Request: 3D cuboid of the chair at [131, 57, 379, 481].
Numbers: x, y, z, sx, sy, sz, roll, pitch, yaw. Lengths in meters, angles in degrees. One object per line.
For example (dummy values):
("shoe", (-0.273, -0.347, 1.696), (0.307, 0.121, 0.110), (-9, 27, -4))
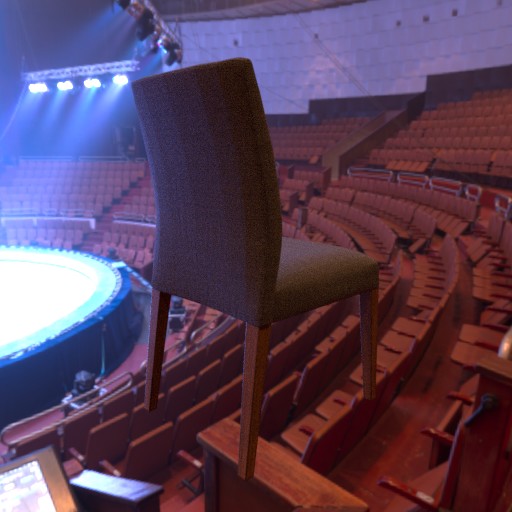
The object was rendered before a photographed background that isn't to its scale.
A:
("chair", (0.000, 0.000, 1.279), (0.496, 0.940, 0.585), (12, 17, 43))
